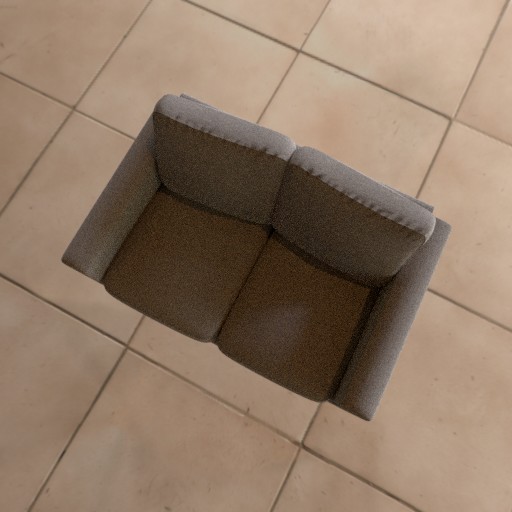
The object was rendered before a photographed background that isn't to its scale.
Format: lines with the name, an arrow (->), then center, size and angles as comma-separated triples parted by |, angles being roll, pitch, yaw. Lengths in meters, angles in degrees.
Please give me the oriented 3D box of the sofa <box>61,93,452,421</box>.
sofa -> 0.000, 0.000, 2.005 | 1.420, 0.873, 0.917 | 26, 77, 6
